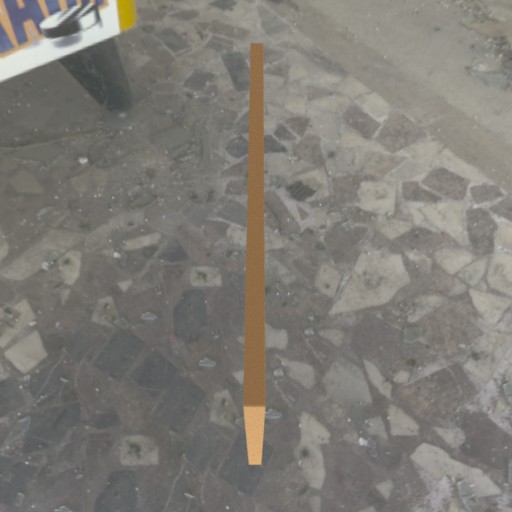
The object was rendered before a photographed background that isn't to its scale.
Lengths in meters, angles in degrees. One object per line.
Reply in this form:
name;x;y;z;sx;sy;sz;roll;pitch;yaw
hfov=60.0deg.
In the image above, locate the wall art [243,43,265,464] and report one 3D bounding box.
wall art;0.000;0.000;1.156;0.033;0.608;0.915;0;57;0
